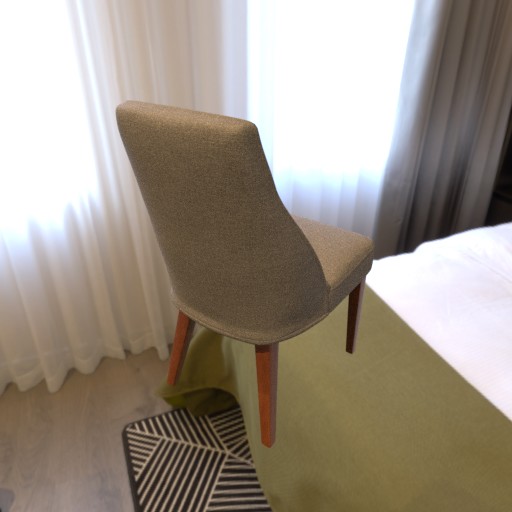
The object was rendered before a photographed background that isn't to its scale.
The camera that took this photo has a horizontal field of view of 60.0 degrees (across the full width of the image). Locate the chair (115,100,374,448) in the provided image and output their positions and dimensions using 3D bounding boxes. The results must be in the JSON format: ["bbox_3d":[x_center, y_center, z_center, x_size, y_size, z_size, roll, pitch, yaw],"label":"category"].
[{"bbox_3d":[0.000,0.000,1.306,0.500,0.930,0.620,20,35,31],"label":"chair"}]
